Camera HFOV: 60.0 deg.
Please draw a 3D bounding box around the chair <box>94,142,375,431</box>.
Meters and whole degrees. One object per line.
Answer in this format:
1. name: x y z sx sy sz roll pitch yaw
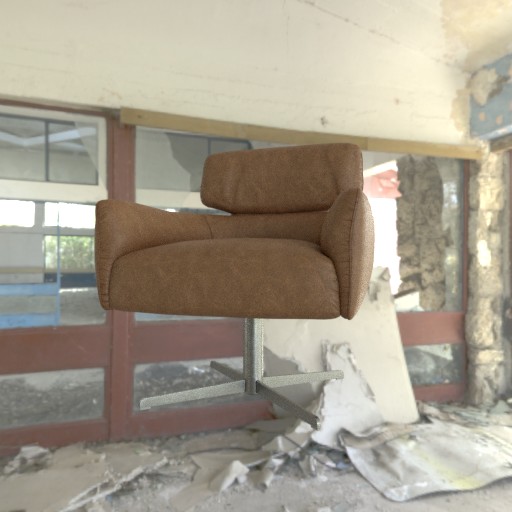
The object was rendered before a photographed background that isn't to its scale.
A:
1. chair: 0.000 0.000 1.349 0.706 0.812 0.715 0 -1 18
